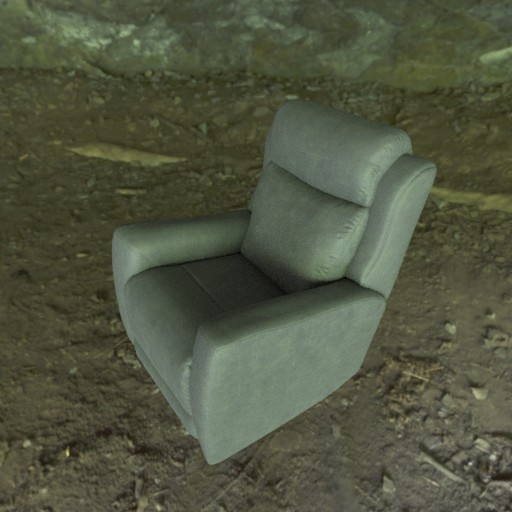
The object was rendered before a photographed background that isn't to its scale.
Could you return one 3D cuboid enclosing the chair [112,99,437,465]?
[{"bbox_3d":[0.000,0.000,1.933,1.068,1.116,0.967,-20,38,-28],"label":"chair"}]
